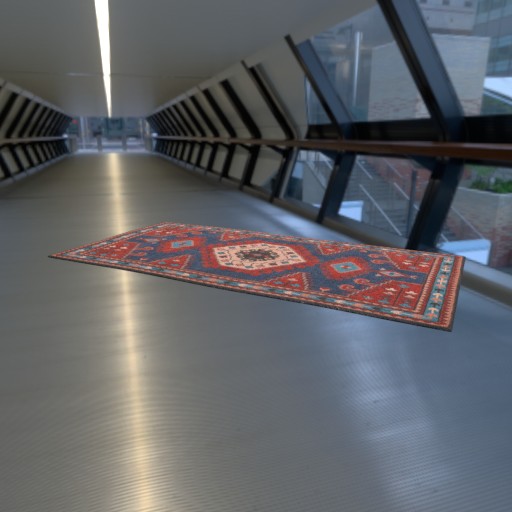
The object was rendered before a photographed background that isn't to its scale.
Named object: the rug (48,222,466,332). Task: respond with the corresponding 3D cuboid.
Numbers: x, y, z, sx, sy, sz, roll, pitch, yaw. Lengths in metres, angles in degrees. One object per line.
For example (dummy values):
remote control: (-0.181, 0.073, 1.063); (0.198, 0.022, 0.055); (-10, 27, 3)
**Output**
rug: (0.000, 0.000, 3.589); (3.032, 0.034, 1.522); (8, 18, 26)
